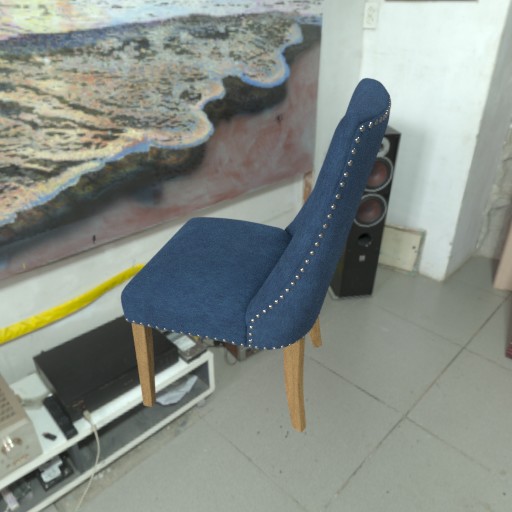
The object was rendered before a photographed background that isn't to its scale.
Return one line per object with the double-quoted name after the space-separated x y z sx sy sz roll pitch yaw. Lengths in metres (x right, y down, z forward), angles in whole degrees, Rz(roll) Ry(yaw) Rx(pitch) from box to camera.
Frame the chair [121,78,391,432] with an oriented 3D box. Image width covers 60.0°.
0.000 0.000 1.244 0.610 0.902 0.495 8 31 13 "chair"
